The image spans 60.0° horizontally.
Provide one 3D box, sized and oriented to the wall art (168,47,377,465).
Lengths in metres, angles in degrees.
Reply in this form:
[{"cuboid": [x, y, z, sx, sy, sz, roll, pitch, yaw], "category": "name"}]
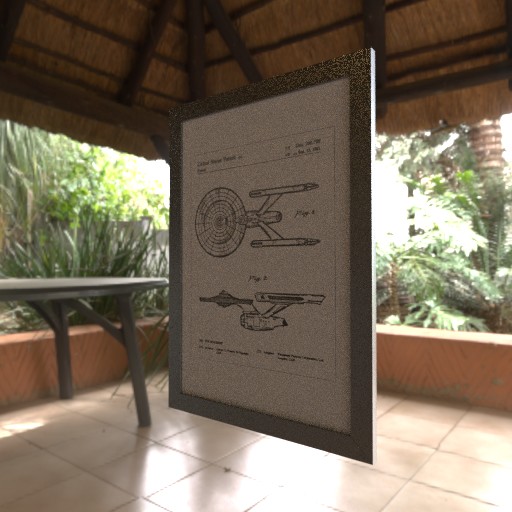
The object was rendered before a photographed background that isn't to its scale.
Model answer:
[{"cuboid": [0.000, 0.000, 0.678, 0.376, 0.529, 0.013, -1, -1, 37], "category": "wall art"}]
